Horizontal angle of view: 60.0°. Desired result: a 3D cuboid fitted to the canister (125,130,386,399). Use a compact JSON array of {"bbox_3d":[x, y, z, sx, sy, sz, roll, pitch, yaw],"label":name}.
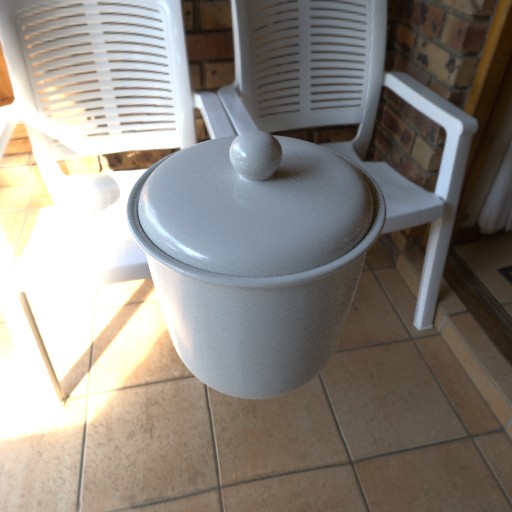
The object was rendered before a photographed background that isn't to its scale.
[{"bbox_3d":[0.000,0.000,0.354,0.182,0.208,0.182,0,41,0],"label":"canister"}]
